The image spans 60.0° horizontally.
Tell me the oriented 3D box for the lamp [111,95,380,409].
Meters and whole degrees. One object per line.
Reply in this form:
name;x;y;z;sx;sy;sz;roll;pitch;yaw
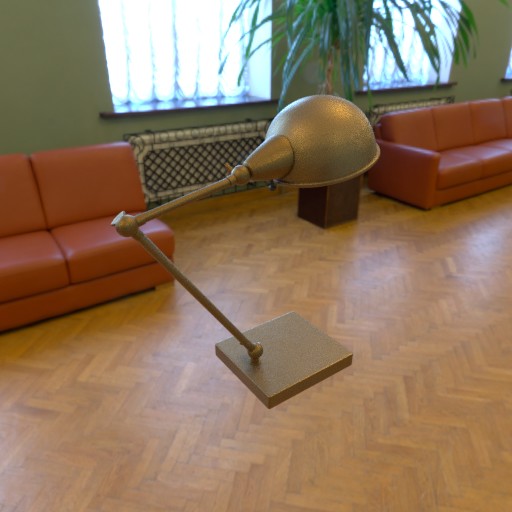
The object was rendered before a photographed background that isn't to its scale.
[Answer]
lamp;0.000;0.000;0.558;0.339;0.371;0.149;-17;31;-31
